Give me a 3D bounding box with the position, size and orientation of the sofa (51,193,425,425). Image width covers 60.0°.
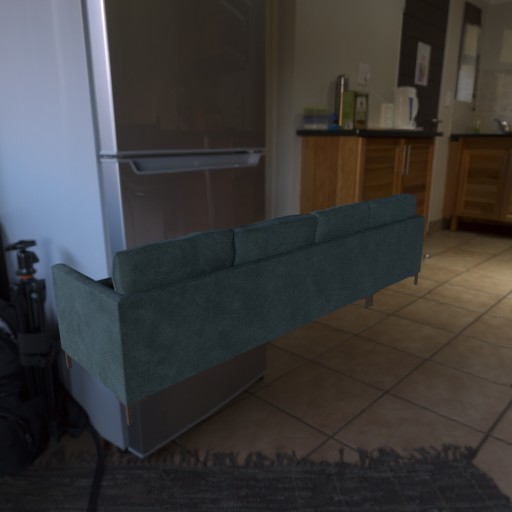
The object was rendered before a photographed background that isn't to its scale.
[{"bbox_3d":[0.000,0.000,3.941,3.400,0.967,1.500,-15,22,-42],"label":"sofa"}]
